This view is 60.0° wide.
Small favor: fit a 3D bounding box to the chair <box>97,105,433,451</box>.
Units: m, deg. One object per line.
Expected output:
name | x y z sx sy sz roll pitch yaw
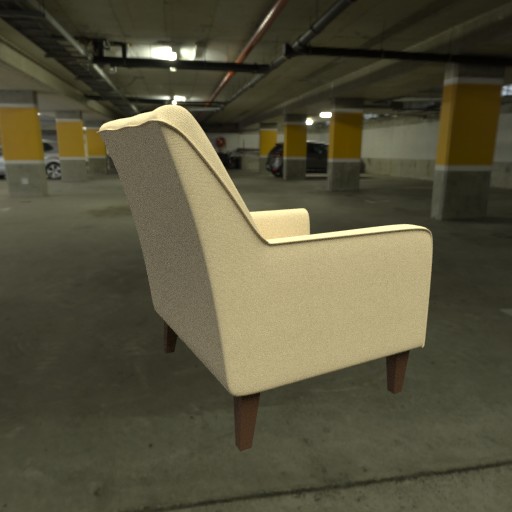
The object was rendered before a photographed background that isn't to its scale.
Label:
chair | 0.000 0.000 1.563 0.899 0.919 0.780 -7 15 -27
